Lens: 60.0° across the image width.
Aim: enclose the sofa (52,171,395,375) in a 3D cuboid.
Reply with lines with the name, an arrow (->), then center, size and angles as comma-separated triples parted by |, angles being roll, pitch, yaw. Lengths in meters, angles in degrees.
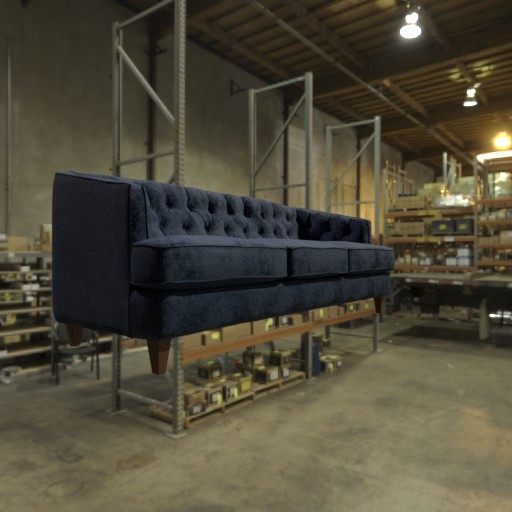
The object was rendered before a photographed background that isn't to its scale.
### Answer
sofa -> 0.000, 0.000, 2.679 | 0.941, 0.855, 2.278 | 0, 0, 37
